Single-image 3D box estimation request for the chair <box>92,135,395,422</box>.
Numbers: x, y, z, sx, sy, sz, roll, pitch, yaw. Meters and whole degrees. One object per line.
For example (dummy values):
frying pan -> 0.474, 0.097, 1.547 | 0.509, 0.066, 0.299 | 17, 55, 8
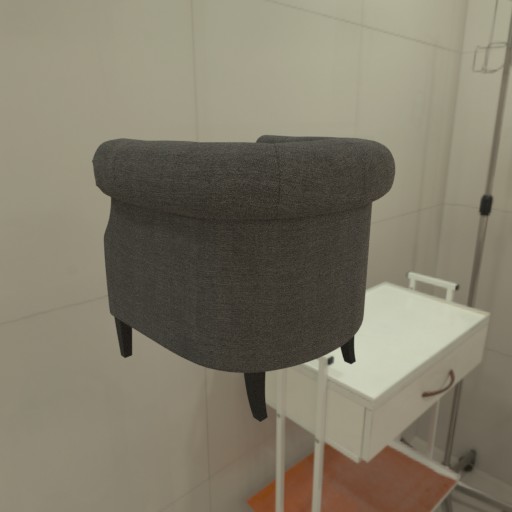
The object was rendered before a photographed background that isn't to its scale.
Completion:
chair -> 0.000, 0.000, 1.593 | 0.905, 0.827, 0.852 | -16, 23, -42
